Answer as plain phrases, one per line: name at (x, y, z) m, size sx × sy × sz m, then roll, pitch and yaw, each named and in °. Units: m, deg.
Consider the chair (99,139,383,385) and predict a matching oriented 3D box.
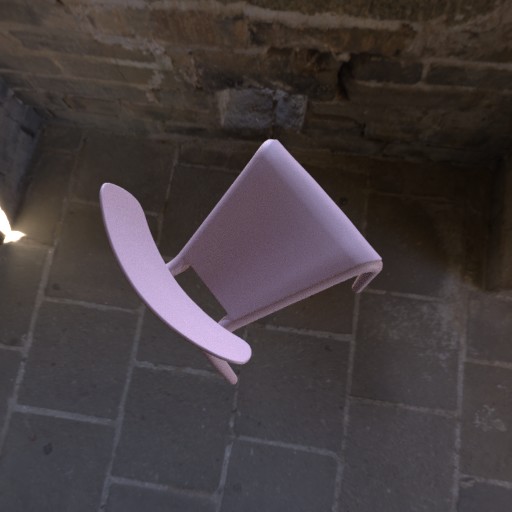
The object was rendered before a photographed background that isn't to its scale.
chair at (0.000, 0.000, 0.829) m, size 0.401 × 0.580 × 0.356 m, roll -38°, pitch 79°, yaw -8°
